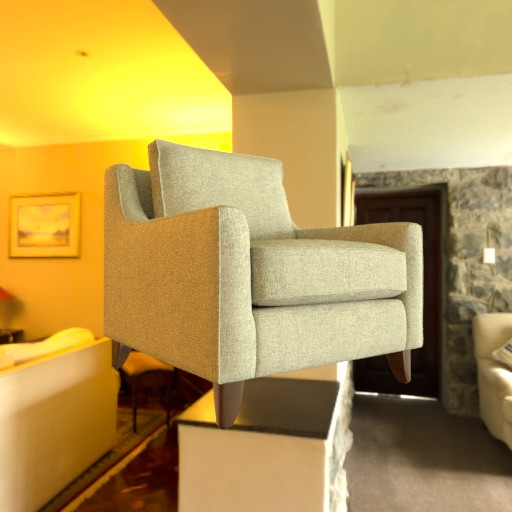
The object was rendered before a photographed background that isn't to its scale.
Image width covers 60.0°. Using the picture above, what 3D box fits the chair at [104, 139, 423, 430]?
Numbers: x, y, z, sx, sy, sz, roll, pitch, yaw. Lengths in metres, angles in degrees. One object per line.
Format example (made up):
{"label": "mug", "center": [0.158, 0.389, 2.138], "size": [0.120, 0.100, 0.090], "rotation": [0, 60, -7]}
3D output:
{"label": "chair", "center": [0.000, 0.000, 1.602], "size": [0.838, 0.864, 0.918], "rotation": [1, -1, -35]}
